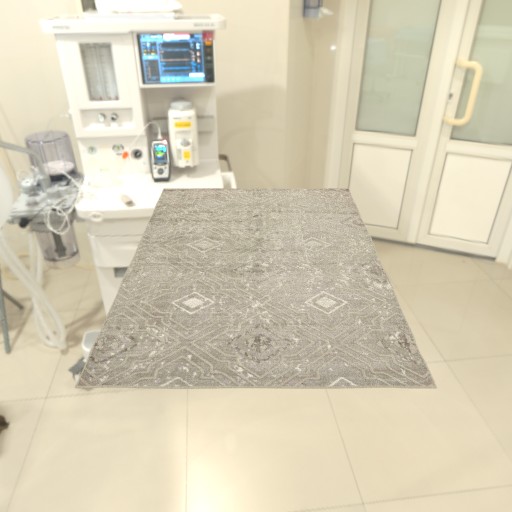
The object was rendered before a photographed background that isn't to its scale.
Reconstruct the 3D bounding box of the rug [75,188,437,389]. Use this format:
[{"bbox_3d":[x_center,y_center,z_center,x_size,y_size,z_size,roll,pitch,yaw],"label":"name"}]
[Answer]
[{"bbox_3d":[0.000,0.000,4.398,2.448,0.020,3.359,0,32,0],"label":"rug"}]
